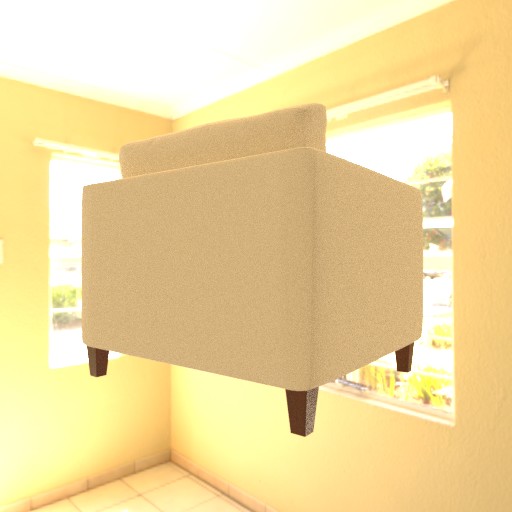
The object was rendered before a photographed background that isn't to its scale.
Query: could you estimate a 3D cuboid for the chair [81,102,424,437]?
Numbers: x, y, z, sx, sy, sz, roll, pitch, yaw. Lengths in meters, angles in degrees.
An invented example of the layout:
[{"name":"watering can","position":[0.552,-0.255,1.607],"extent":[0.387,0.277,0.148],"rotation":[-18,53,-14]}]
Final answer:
[{"name":"chair","position":[0.000,0.000,1.675],"extent":[1.019,0.885,0.878],"rotation":[0,0,37]}]
